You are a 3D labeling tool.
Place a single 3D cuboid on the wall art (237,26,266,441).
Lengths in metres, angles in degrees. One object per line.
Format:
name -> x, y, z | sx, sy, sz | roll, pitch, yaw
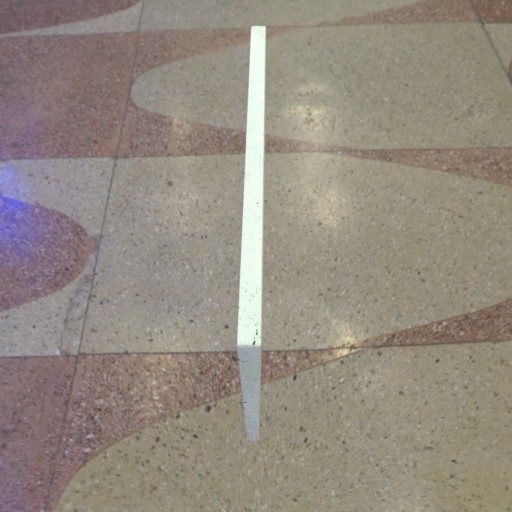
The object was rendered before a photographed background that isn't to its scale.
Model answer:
wall art -> 0.000, 0.000, 1.128 | 0.038, 0.762, 0.762 | 1, 58, 1
